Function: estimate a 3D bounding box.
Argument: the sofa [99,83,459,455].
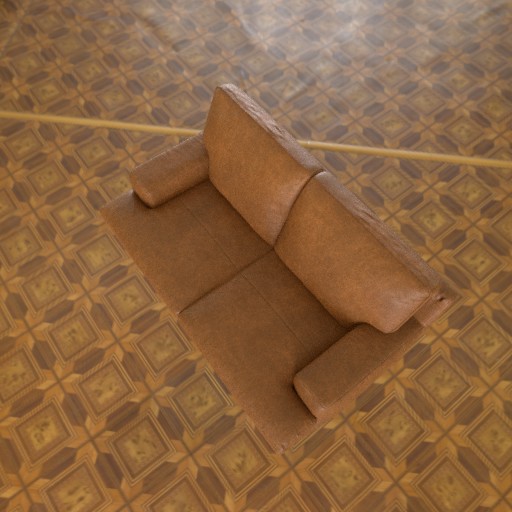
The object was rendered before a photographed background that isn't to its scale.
[{"bbox_3d":[0.000,0.000,2.582,1.144,0.966,1.880,-35,68,-16],"label":"sofa"}]
